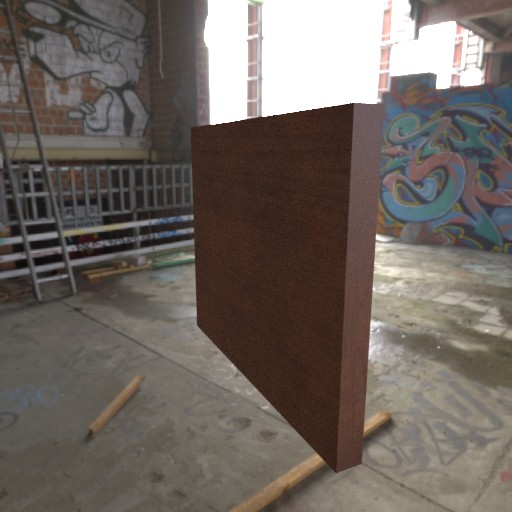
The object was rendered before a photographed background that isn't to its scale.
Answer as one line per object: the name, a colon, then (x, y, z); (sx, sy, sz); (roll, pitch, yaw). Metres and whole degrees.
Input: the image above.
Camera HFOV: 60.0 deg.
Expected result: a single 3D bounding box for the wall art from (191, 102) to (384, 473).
wall art: (0.000, 0.000, 0.556); (0.030, 0.328, 0.401); (-6, 15, -25)
